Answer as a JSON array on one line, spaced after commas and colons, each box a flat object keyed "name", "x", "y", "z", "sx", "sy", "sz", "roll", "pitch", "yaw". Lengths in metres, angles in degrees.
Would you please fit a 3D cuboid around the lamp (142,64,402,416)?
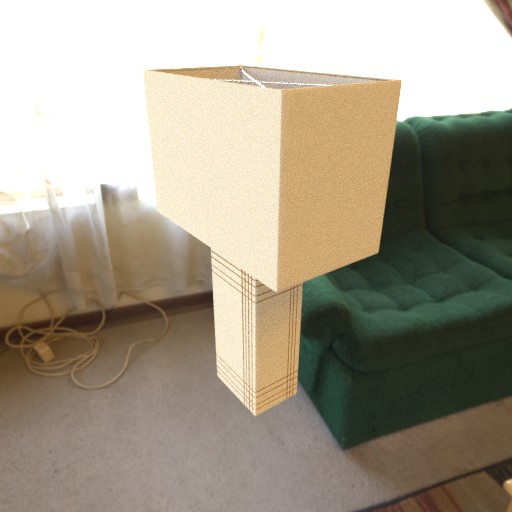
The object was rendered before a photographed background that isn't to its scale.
[{"name": "lamp", "x": 0.000, "y": 0.000, "z": 0.710, "sx": 0.182, "sy": 0.543, "sz": 0.334, "roll": -18, "pitch": 32, "yaw": -32}]
